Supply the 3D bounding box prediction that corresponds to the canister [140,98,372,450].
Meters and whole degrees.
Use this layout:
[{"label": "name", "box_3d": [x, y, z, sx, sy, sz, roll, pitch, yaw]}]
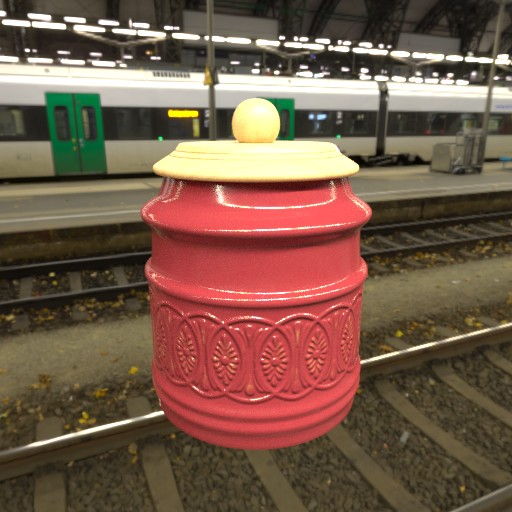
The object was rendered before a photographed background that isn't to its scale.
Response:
[{"label": "canister", "box_3d": [0.000, 0.000, 0.263, 0.130, 0.176, 0.130, 0, 16, 0]}]
